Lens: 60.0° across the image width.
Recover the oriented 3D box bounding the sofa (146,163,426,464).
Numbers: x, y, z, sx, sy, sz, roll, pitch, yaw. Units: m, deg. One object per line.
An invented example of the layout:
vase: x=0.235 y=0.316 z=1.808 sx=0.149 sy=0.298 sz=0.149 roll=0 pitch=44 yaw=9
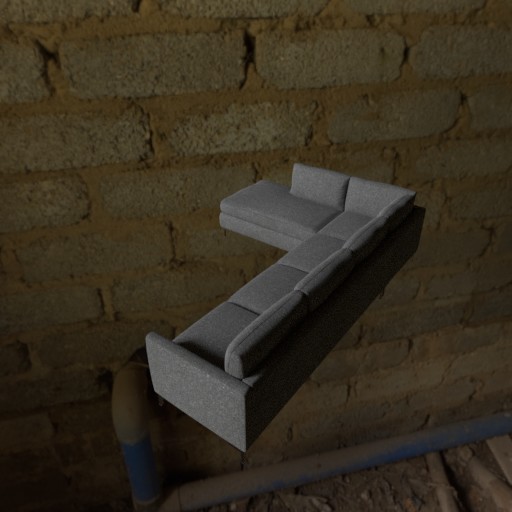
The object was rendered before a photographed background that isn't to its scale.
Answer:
sofa: x=0.000 y=0.000 z=3.938 sx=2.007 sy=0.815 sz=2.949 roll=21 pitch=37 yaw=31
